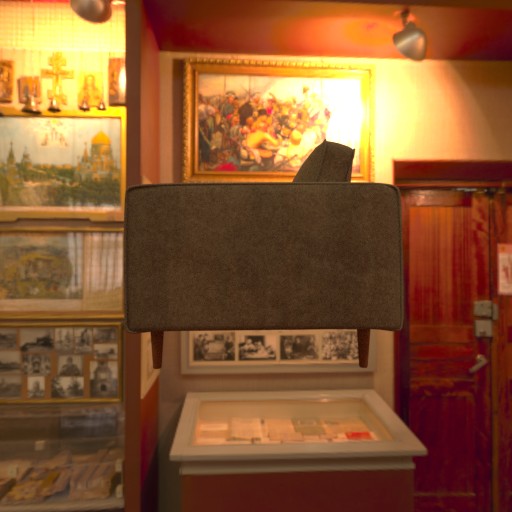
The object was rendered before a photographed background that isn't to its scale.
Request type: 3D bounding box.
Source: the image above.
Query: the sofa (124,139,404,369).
[{"bbox_3d":[0.000,0.000,2.373,0.924,0.825,1.920,0,-1,-1],"label":"sofa"}]
